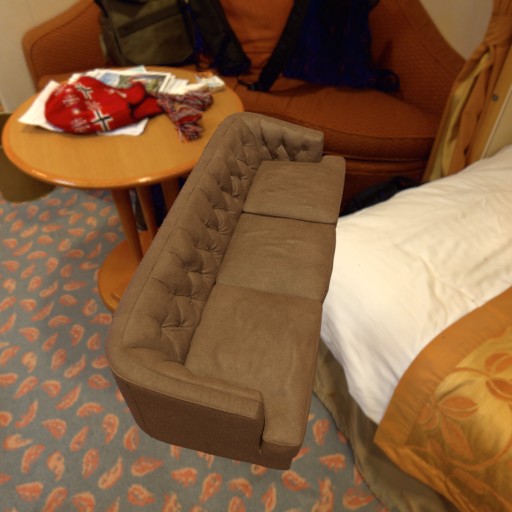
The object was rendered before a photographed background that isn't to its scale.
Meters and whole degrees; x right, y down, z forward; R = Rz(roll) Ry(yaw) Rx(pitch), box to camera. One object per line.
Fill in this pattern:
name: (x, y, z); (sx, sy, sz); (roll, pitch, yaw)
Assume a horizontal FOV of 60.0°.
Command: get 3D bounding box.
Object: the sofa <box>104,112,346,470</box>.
sofa: (0.000, 0.000, 2.678); (0.927, 0.787, 2.227); (9, 46, 9)
